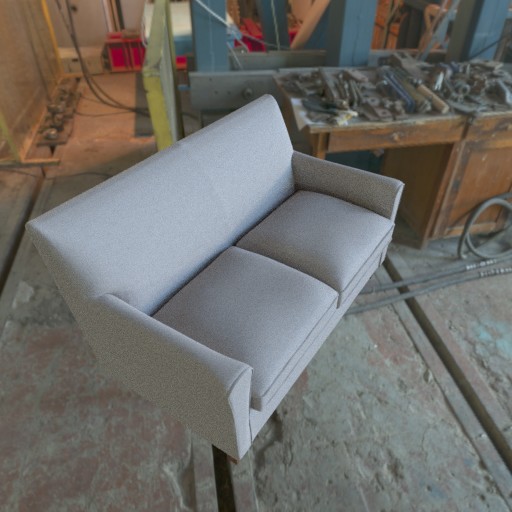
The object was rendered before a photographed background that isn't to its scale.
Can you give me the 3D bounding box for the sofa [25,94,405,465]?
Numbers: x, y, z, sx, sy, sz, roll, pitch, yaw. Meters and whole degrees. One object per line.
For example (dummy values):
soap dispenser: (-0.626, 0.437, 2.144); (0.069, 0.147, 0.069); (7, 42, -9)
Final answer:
sofa: (0.000, 0.000, 2.040); (0.888, 0.890, 1.482); (24, 45, 26)
